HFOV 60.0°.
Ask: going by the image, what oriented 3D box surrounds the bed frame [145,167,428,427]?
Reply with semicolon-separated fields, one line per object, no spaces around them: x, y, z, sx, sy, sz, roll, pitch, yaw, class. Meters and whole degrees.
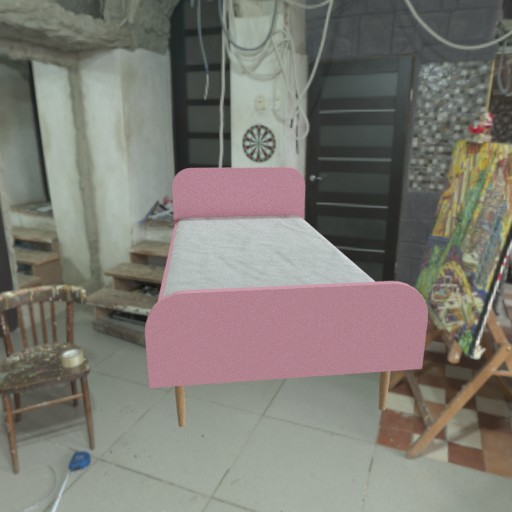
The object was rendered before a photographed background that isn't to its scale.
0.000;0.000;2.480;0.998;0.805;1.963;-2;16;-7;bed frame
